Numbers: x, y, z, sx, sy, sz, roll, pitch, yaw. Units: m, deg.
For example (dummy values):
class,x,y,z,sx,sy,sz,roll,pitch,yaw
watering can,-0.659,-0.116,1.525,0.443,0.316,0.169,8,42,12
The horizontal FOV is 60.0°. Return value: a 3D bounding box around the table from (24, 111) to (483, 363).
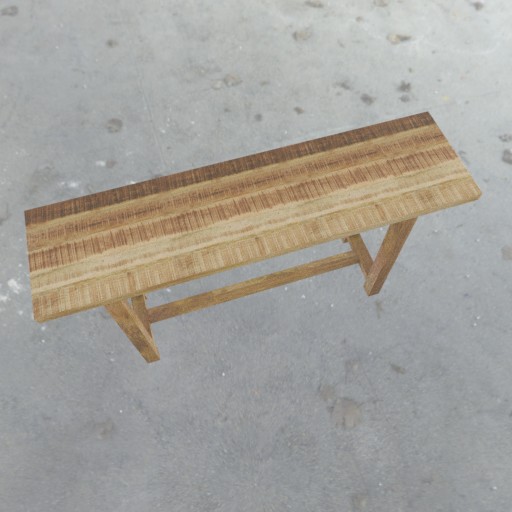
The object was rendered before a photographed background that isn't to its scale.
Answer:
class,x,y,z,sx,sy,sz,roll,pitch,yaw
table,0.000,0.000,1.881,1.524,0.810,0.405,-16,64,-8
